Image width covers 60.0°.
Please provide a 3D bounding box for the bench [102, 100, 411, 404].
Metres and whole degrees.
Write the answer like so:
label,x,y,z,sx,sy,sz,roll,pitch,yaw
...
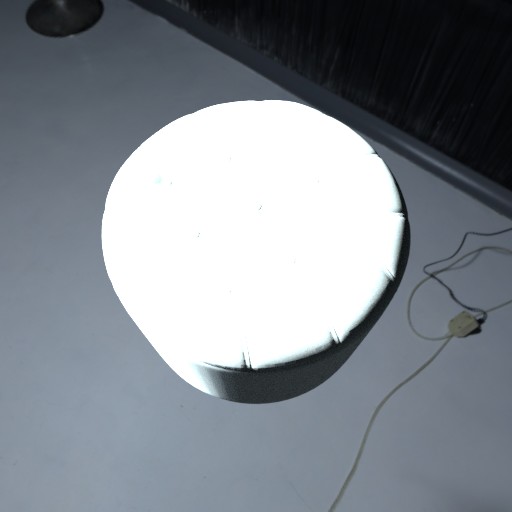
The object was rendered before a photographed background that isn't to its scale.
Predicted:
label,x,y,z,sx,sy,sz,roll,pitch,yaw
bench,0.000,0.000,1.021,0.600,0.453,0.600,0,63,0
